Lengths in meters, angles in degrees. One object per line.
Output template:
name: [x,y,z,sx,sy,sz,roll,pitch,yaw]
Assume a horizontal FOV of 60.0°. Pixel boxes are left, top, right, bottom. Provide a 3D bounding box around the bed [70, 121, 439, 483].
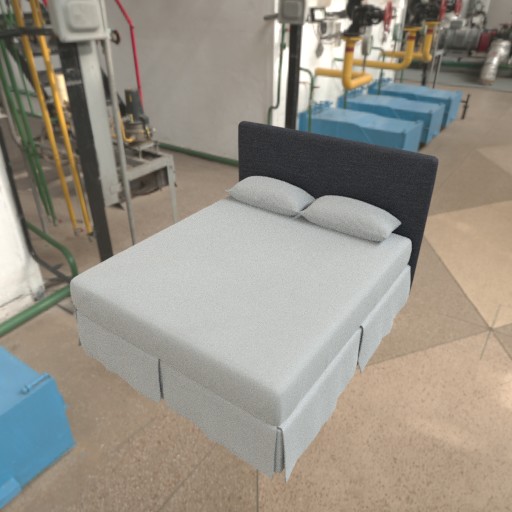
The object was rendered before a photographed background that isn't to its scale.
bed: [0.000,0.000,3.308,1.884,1.330,2.142,20,37,30]
